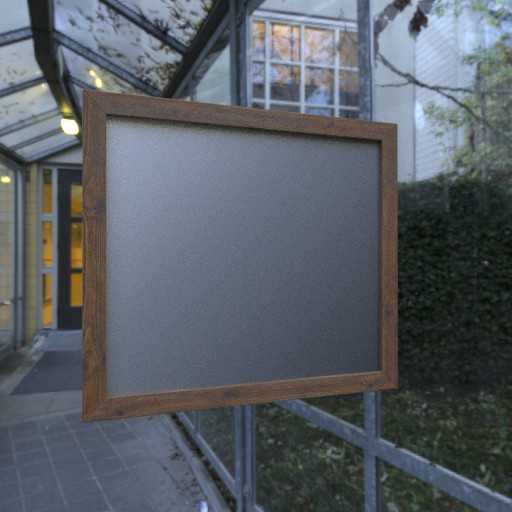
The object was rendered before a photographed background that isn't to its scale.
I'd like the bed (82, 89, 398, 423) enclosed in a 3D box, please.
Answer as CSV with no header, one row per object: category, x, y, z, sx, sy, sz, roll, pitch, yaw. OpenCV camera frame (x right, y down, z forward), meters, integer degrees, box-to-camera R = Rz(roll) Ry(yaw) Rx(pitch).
bed,0.000,0.000,1.435,1.046,0.942,0.046,0,0,-18
